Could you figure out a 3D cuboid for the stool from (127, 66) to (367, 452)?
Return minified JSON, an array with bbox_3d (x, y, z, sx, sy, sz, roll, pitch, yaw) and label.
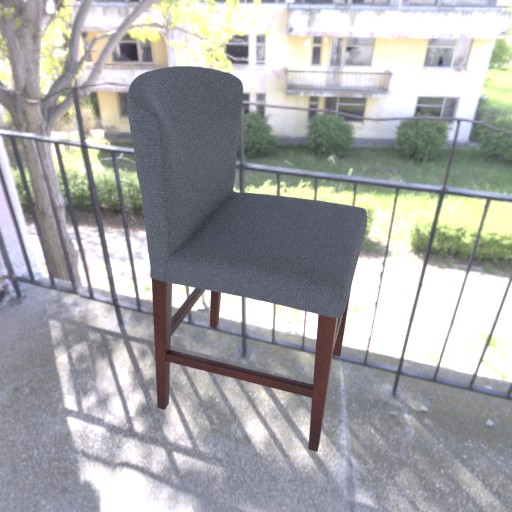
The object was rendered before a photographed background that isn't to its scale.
[{"bbox_3d":[0.000,0.000,1.268,0.568,0.968,0.479,10,32,16],"label":"stool"}]
